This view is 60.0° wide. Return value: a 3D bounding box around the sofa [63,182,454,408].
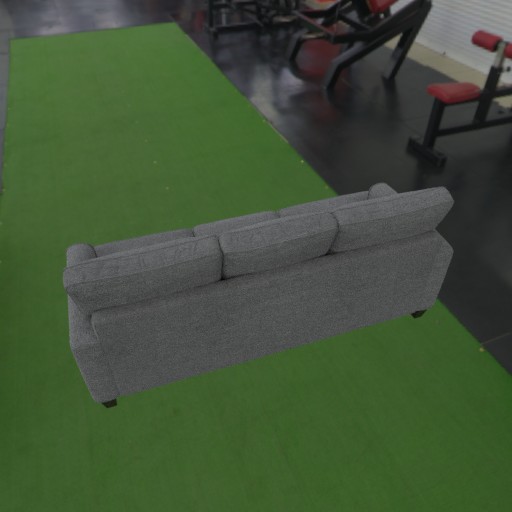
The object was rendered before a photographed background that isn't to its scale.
[{"bbox_3d":[0.000,0.000,2.705,2.158,0.965,0.951,-13,43,-14],"label":"sofa"}]
